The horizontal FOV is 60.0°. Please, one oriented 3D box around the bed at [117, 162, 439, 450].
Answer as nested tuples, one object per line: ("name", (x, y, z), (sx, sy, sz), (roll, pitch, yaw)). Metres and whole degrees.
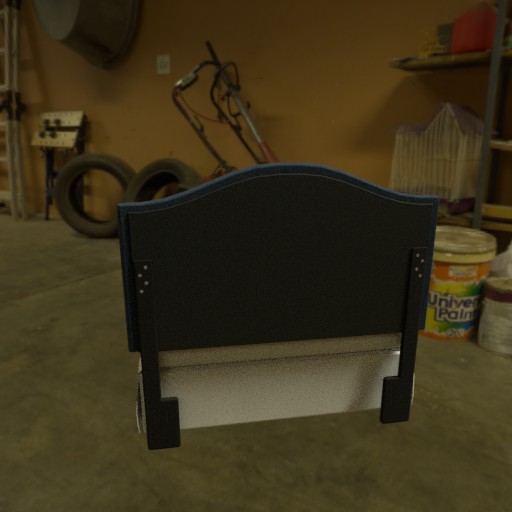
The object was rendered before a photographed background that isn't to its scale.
("bed", (0.000, 0.000, 3.336), (1.713, 1.518, 2.153), (-3, 16, -9))
